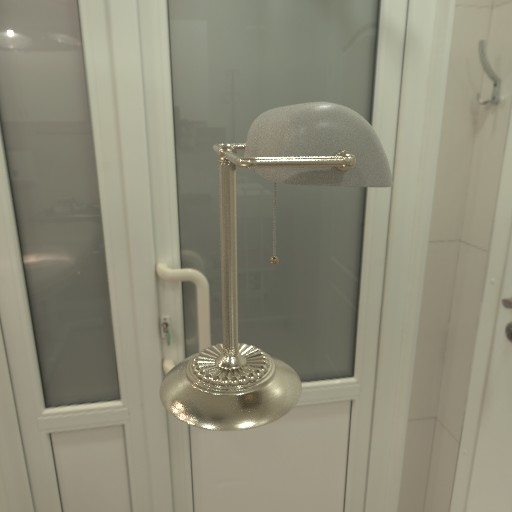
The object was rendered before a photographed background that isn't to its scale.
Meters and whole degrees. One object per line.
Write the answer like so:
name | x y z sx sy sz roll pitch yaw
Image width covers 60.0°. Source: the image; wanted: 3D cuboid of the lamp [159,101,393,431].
lamp | 0.000 0.000 0.521 0.243 0.339 0.264 -3 17 -10
